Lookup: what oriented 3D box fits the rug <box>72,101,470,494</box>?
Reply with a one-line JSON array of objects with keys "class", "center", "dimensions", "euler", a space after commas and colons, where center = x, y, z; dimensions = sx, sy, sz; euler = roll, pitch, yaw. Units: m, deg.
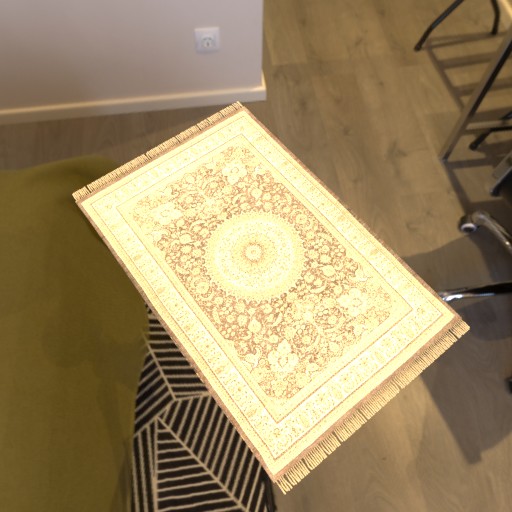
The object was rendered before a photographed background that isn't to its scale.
[{"class": "rug", "center": [0.000, 0.000, 4.205], "dimensions": [2.143, 0.015, 3.422], "euler": [-35, 68, -16]}]
